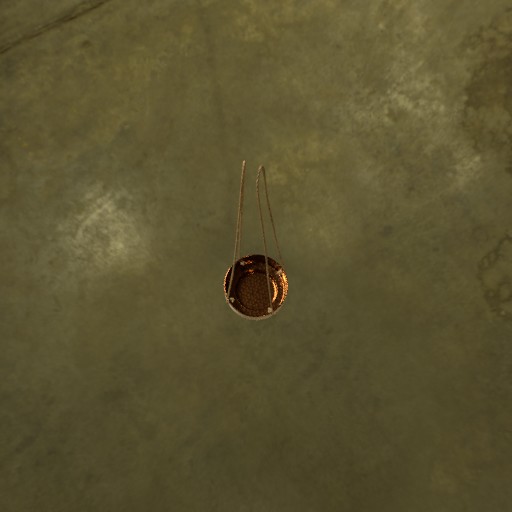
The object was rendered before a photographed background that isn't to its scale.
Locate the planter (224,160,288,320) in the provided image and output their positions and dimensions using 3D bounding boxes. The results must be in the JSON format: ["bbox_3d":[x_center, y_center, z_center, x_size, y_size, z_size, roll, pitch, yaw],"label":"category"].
[{"bbox_3d":[0.000,0.000,1.152,0.223,1.030,0.223,14,76,4],"label":"planter"}]
